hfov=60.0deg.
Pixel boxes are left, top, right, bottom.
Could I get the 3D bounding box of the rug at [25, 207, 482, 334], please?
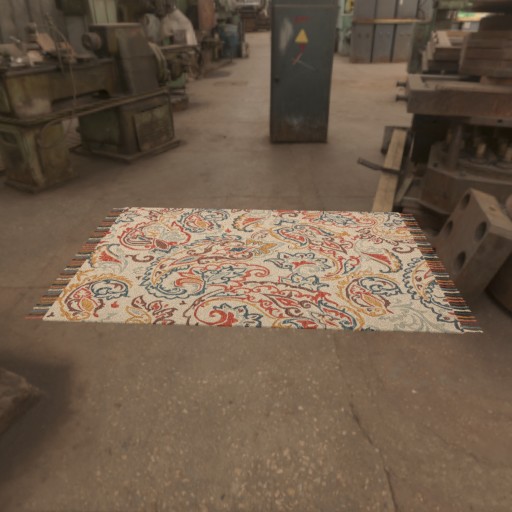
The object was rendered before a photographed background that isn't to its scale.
[{"bbox_3d":[0.000,0.000,2.436,1.997,0.010,1.218,1,30,2],"label":"rug"}]
